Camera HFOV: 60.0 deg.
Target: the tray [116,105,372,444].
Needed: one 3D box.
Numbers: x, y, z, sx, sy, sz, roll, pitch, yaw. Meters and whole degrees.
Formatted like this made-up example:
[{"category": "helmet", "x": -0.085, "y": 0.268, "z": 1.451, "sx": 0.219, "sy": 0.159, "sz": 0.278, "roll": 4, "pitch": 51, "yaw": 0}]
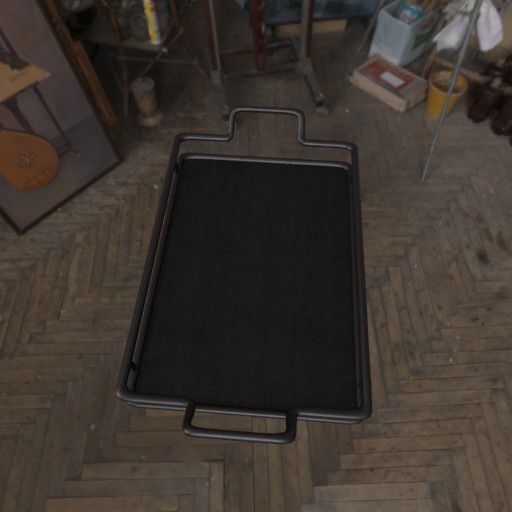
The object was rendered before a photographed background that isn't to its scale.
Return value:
[{"category": "tray", "x": 0.000, "y": 0.000, "z": 0.619, "sx": 0.297, "sy": 0.101, "sz": 0.495, "roll": 4, "pitch": 60, "yaw": 2}]
